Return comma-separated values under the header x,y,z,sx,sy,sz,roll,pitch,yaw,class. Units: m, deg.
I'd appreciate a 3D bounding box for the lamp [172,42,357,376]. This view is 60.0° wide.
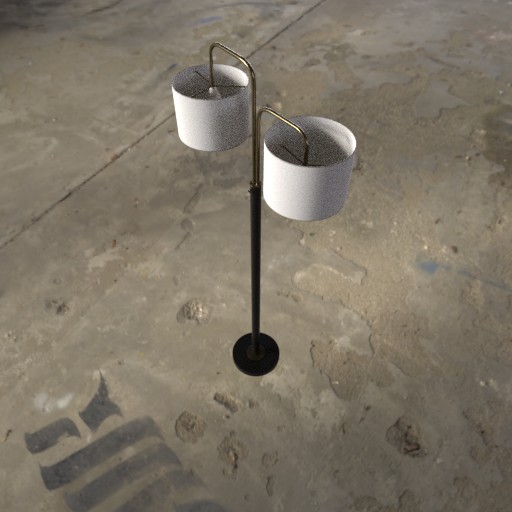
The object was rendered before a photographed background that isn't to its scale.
x,y,z,sx,sy,sz,roll,pitch,yaw,class
0.000,0.000,1.822,0.254,1.587,0.711,-32,55,-26,lamp
